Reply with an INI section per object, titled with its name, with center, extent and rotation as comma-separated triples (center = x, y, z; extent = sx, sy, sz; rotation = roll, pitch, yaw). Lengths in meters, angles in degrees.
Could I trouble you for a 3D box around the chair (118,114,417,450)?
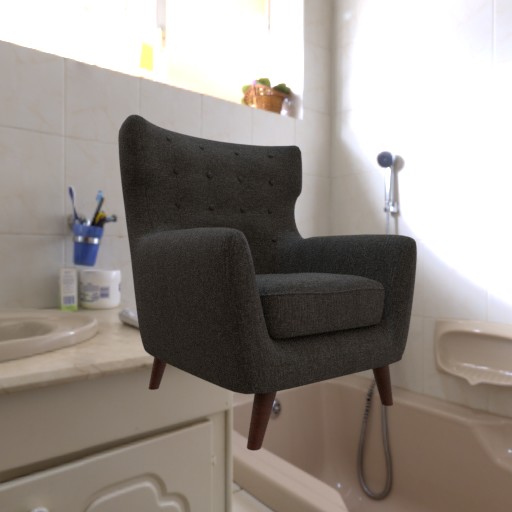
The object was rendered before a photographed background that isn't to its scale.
[chair]
center = 0.000, 0.000, 1.726
extent = 0.878, 1.063, 0.904
rotation = 0, 0, -37
